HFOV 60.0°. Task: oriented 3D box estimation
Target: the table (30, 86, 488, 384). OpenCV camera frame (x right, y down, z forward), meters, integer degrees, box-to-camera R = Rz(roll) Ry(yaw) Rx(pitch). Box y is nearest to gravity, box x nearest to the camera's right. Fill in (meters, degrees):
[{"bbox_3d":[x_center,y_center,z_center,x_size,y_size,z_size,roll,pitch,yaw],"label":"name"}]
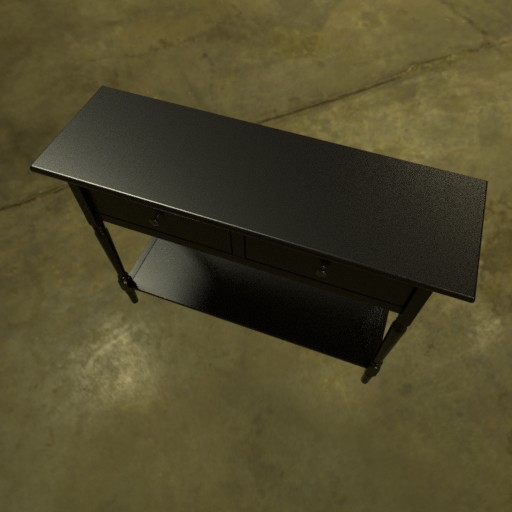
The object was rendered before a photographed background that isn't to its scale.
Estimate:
[{"bbox_3d":[0.000,0.000,1.543,1.191,0.819,0.386,17,58,11],"label":"table"}]
